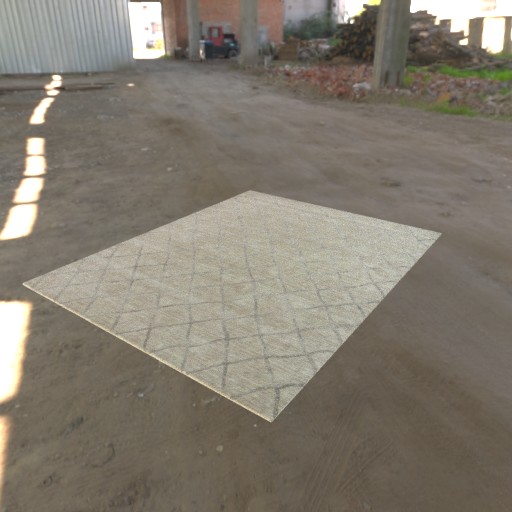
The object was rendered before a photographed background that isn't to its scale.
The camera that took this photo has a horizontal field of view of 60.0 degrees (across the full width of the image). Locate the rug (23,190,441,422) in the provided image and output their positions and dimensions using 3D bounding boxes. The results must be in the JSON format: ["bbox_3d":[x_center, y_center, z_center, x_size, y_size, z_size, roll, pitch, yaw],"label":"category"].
[{"bbox_3d":[0.000,0.000,4.016,2.420,0.019,3.038,18,31,32],"label":"rug"}]
